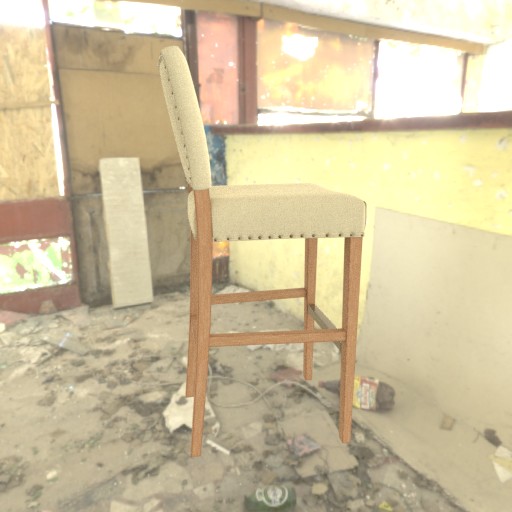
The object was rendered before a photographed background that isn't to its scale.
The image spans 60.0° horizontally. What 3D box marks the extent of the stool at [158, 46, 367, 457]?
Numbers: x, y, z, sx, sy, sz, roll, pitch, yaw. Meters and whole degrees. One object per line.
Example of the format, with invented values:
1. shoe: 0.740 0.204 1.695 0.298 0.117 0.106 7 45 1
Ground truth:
1. stool: 0.000 0.000 1.406 0.546 1.143 0.428 -3 15 -11
